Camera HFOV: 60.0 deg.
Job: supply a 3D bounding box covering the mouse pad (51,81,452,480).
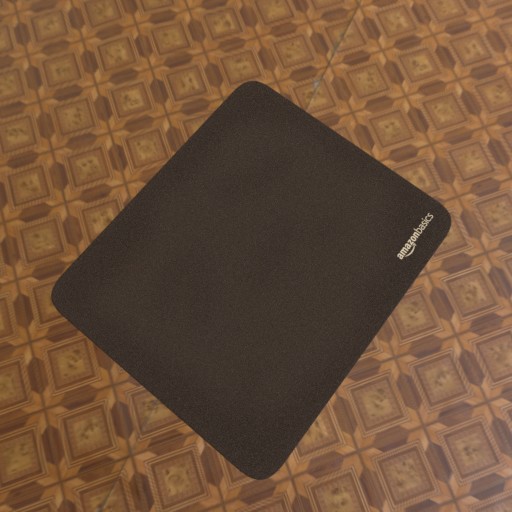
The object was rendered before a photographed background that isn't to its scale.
[{"bbox_3d":[0.000,0.000,0.339,0.211,0.002,0.249,37,78,10],"label":"mouse pad"}]
